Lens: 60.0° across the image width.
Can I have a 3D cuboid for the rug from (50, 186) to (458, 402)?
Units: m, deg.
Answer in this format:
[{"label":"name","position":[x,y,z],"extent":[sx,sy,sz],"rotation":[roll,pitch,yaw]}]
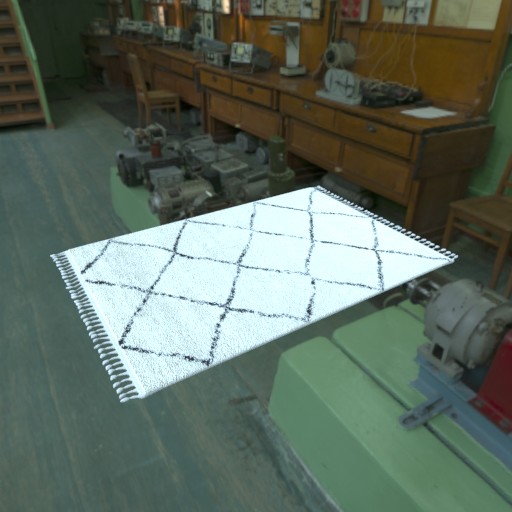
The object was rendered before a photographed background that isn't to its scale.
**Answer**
[{"label":"rug","position":[0.000,0.000,2.946],"extent":[2.307,0.031,1.494],"rotation":[-18,35,-27]}]
